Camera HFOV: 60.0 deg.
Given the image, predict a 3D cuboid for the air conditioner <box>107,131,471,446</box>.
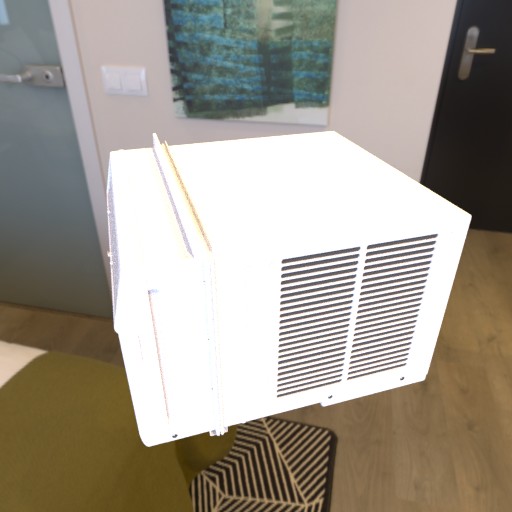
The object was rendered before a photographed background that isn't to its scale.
[{"bbox_3d":[0.000,0.000,0.889,0.546,0.388,0.503,-9,33,-15],"label":"air conditioner"}]
